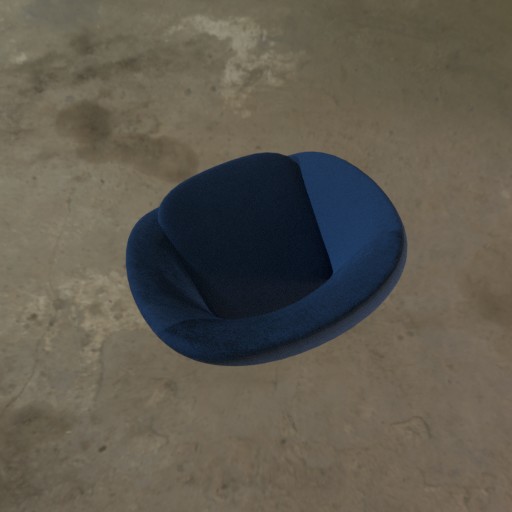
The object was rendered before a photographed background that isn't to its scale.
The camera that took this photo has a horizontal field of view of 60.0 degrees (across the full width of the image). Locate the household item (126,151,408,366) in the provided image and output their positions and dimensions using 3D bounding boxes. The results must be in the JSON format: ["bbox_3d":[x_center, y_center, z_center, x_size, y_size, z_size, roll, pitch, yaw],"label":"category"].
[{"bbox_3d":[0.000,0.000,1.238,0.623,0.852,0.573,-23,77,-5],"label":"household item"}]
